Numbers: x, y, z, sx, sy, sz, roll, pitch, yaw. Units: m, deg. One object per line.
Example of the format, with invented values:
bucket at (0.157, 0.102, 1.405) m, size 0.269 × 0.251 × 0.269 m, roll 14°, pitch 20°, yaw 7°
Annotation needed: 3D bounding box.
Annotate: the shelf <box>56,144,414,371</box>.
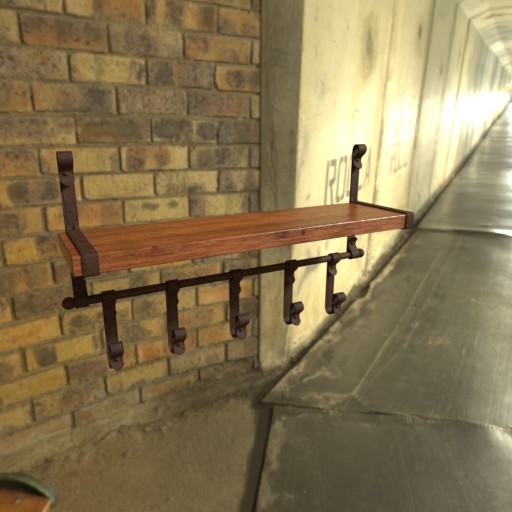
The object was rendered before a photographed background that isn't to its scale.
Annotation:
shelf at (0.000, 0.000, 0.700) m, size 0.567 × 0.330 × 0.146 m, roll -9°, pitch 18°, yaw -28°
